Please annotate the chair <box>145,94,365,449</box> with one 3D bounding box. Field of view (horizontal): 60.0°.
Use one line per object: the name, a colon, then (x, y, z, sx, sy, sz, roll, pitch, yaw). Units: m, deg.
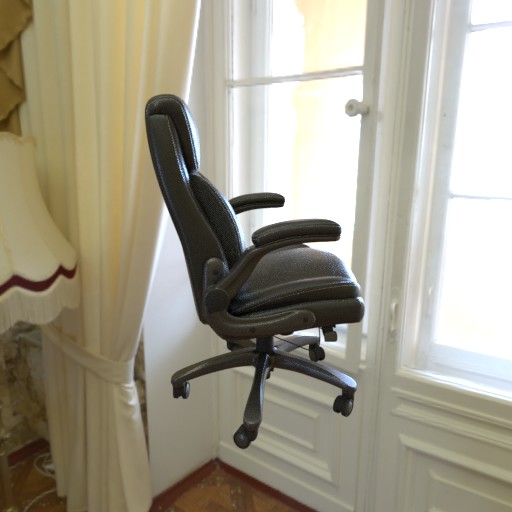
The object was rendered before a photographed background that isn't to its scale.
chair: (0.000, 0.000, 1.650, 0.724, 1.110, 0.782, -2, 15, -10)
